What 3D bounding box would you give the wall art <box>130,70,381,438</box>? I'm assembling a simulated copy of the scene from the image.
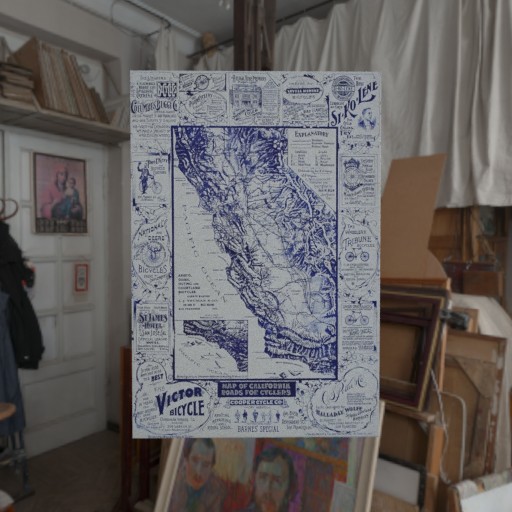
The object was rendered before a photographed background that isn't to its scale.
[{"bbox_3d":[0.000,0.000,0.466,0.255,0.376,0.025,0,1,-1],"label":"wall art"}]
